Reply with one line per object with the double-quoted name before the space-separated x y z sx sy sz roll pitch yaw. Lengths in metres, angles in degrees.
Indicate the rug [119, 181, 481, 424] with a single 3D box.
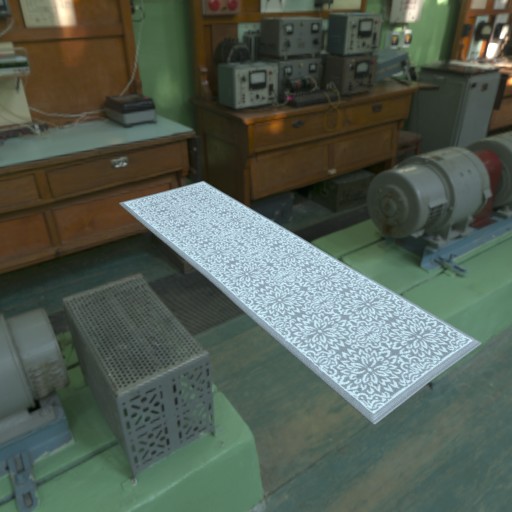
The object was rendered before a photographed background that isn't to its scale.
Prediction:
"rug" 0.000 0.000 2.390 0.662 0.011 2.196 -21 37 -31
